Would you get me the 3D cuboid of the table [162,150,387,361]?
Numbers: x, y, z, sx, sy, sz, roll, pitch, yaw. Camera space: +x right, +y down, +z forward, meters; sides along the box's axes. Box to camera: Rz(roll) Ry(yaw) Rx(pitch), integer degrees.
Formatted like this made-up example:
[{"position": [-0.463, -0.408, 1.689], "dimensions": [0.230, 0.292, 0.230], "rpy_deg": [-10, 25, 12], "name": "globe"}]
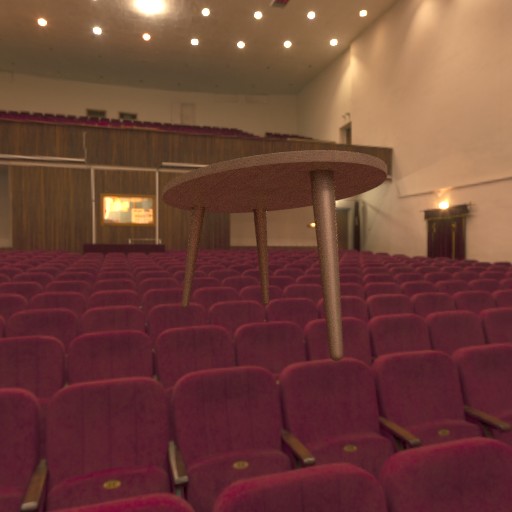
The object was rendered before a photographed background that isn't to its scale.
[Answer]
[{"position": [0.000, 0.000, 1.327], "dimensions": [0.542, 0.390, 1.083], "rpy_deg": [0, 0, -17], "name": "table"}]
